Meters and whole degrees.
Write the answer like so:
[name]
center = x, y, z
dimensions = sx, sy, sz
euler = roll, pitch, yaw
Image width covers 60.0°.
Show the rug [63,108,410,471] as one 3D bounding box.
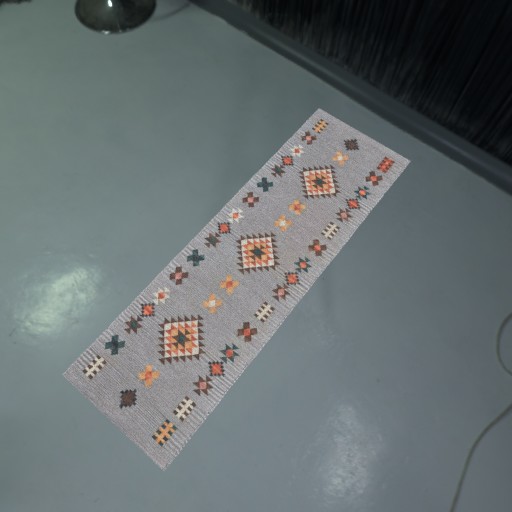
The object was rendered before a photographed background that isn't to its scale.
[rug]
center = 0.000, 0.000, 2.721
dimensions = 0.766, 0.008, 2.432
euler = 36, 70, 15
